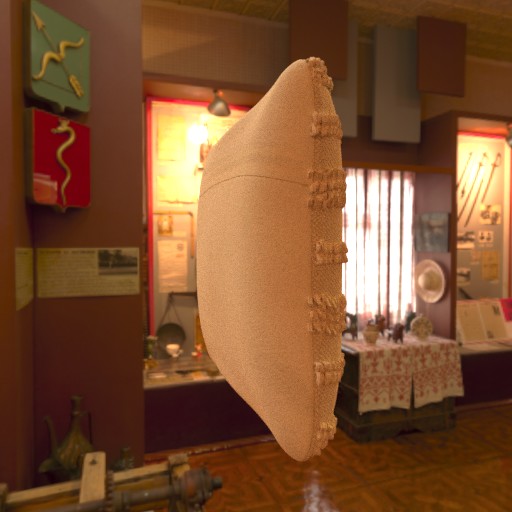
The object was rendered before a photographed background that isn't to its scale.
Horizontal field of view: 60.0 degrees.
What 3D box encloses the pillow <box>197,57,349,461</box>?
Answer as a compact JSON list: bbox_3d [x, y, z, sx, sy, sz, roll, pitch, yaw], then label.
[{"bbox_3d":[0.000,0.000,0.657,0.145,0.427,0.437,-1,2,-18],"label":"pillow"}]
